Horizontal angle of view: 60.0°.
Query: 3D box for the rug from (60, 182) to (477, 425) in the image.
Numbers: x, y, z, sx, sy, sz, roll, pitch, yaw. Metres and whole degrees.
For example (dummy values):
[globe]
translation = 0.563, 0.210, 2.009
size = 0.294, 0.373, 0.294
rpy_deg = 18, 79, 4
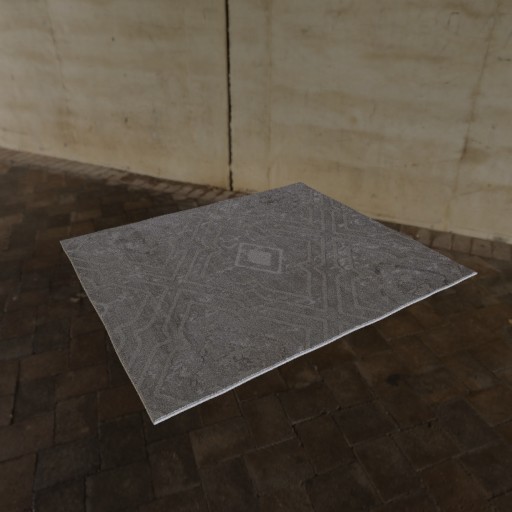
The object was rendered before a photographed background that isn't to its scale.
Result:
[rug]
translation = 0.000, 0.000, 0.884
size = 0.639, 0.006, 0.548
rpy_deg = -18, 35, -27
